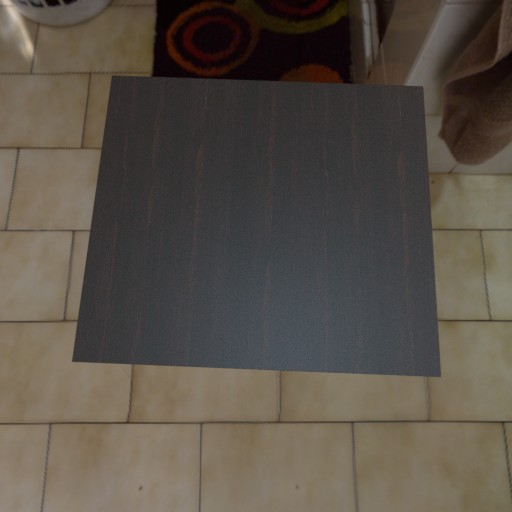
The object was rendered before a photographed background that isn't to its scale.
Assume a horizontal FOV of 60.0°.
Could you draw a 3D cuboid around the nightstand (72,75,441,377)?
[{"bbox_3d":[0.000,0.000,0.806,0.461,0.460,0.400,2,76,1],"label":"nightstand"}]
